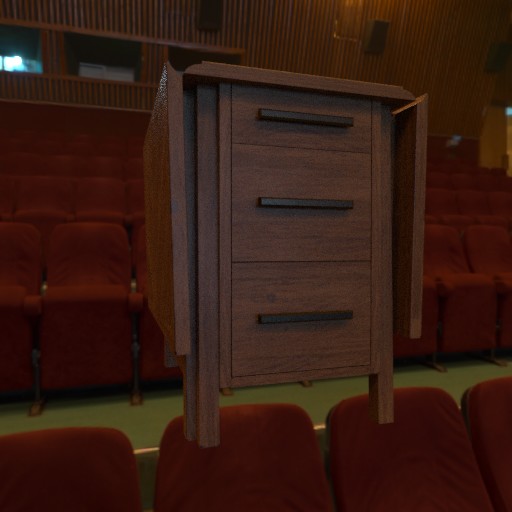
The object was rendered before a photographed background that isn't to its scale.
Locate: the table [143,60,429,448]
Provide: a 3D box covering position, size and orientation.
[{"bbox_3d":[0.000,0.000,1.282,0.591,0.763,0.746,0,1,-17],"label":"table"}]
